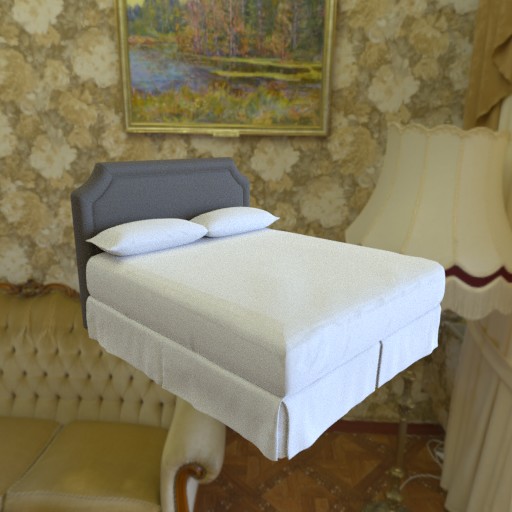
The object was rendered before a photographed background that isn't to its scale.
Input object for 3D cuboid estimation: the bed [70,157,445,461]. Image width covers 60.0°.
[{"bbox_3d":[0.000,0.000,3.849,2.536,1.561,2.194,14,21,43],"label":"bed"}]
